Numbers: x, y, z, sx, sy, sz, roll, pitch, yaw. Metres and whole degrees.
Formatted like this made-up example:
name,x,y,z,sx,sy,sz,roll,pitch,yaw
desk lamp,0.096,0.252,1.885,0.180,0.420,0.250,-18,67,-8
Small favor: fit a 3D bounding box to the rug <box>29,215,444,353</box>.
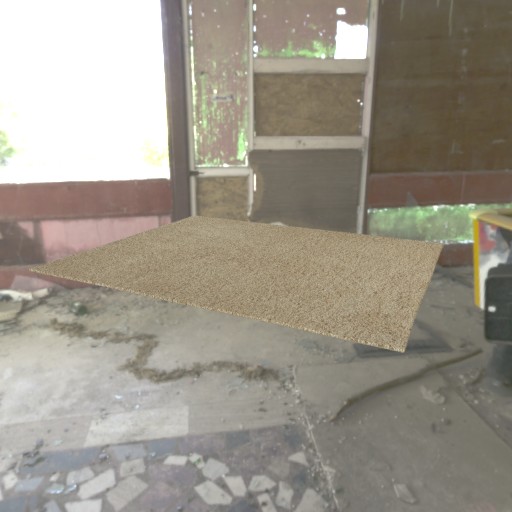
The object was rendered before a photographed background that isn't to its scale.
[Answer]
name,x,y,z,sx,sy,sz,roll,pitch,yaw
rug,0.000,0.000,4.049,3.000,0.025,2.400,8,19,26
